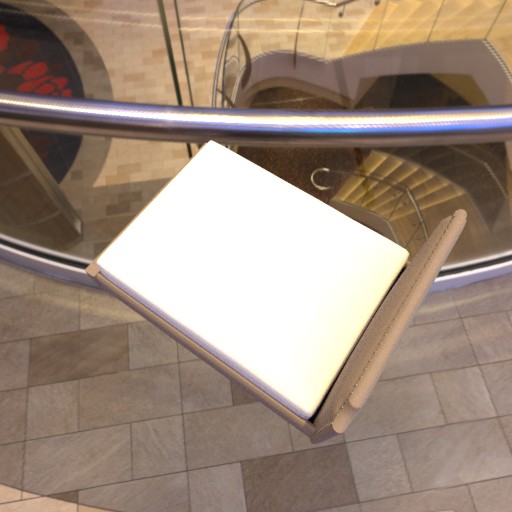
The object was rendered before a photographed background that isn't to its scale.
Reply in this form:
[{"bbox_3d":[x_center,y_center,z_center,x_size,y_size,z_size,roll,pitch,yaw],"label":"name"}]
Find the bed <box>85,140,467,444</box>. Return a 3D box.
[{"bbox_3d":[0.000,0.000,3.512,2.372,1.443,1.713,32,68,14],"label":"bed"}]
